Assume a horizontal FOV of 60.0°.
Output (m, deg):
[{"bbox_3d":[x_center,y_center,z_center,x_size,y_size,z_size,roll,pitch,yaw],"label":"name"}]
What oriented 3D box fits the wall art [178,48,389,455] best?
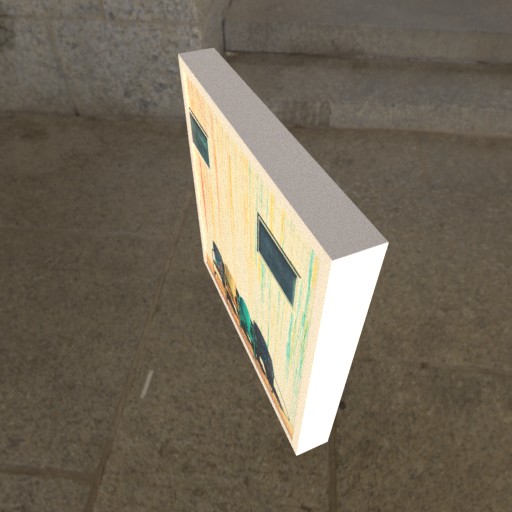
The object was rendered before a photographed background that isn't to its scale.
[{"bbox_3d":[0.000,0.000,0.460,0.038,0.305,0.305,-17,49,-16],"label":"wall art"}]
